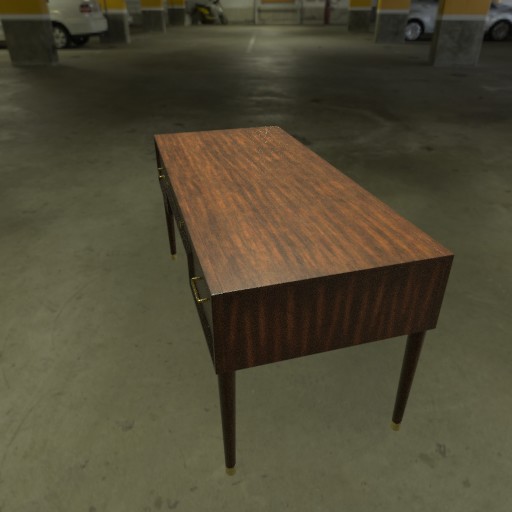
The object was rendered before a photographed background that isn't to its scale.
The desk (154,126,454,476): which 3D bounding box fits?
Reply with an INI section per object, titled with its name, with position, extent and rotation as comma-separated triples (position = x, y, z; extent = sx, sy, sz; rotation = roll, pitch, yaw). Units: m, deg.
[desk]
position = 0.000, 0.000, 2.027
extent = 0.724, 0.762, 1.575
rotation = -8, 31, -14
